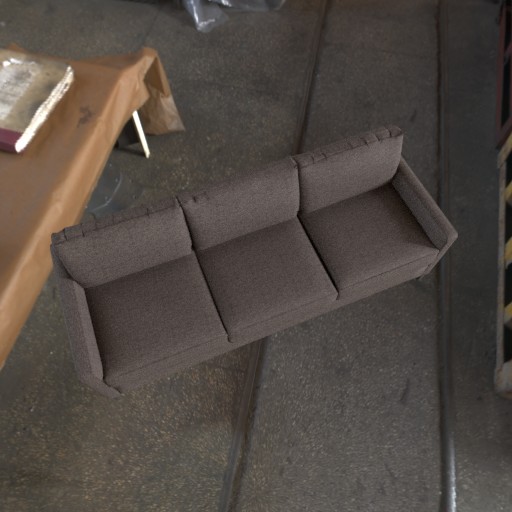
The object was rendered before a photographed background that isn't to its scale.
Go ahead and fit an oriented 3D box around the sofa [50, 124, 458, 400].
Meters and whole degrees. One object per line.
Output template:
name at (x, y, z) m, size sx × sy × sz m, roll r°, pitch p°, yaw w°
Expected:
sofa at (0.000, 0.000, 2.714) m, size 2.253 × 0.882 × 0.876 m, roll -20°, pitch 64°, yaw -10°
